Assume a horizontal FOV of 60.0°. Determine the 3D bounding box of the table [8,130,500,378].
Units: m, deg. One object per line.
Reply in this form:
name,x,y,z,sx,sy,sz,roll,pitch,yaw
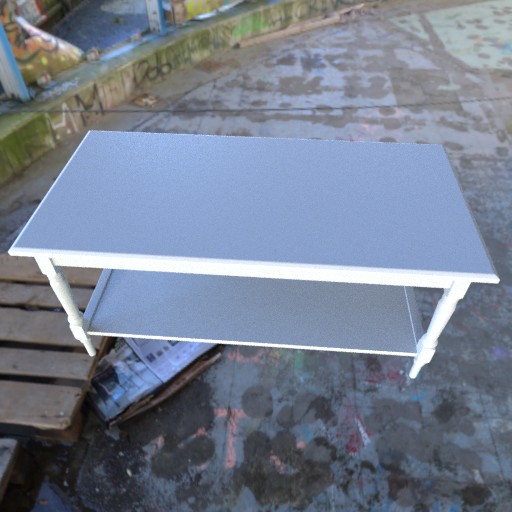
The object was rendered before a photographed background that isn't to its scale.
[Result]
table,0.000,0.000,1.364,1.109,0.506,0.551,3,45,3
